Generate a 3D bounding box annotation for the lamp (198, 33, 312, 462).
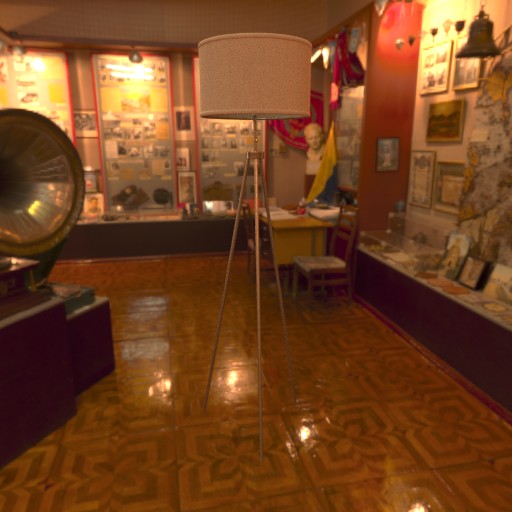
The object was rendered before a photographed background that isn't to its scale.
[{"bbox_3d":[0.000,0.000,1.763,0.449,1.545,0.460,-3,15,-10],"label":"lamp"}]
